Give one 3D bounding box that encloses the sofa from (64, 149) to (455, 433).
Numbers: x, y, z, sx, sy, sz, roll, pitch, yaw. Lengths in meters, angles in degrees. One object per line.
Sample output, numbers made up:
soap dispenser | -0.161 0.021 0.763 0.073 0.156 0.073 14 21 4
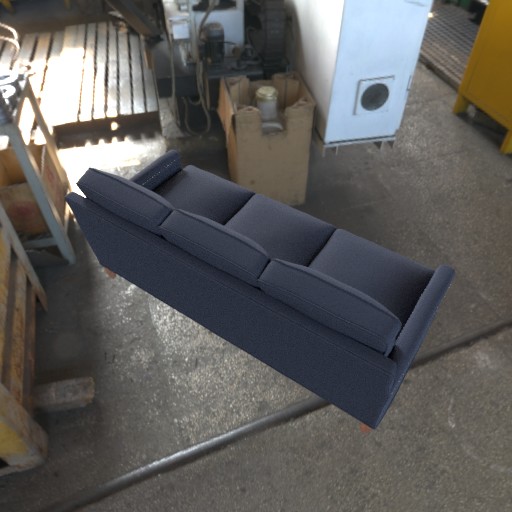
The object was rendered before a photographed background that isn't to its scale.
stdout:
sofa | 0.000 0.000 2.873 2.246 1.003 1.084 26 52 23
